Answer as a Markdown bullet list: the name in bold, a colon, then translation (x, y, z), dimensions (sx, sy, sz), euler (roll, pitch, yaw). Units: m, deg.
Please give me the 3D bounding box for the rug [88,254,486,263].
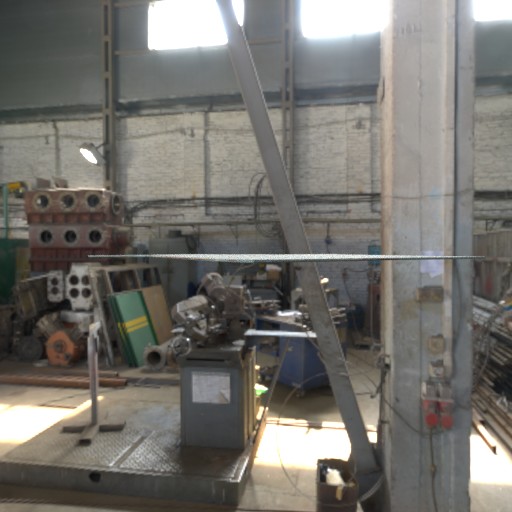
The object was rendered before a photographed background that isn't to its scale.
- **rug**: translation (0.000, 0.000, 2.974), dimensions (1.611, 0.026, 2.260), euler (0, 1, -35)
